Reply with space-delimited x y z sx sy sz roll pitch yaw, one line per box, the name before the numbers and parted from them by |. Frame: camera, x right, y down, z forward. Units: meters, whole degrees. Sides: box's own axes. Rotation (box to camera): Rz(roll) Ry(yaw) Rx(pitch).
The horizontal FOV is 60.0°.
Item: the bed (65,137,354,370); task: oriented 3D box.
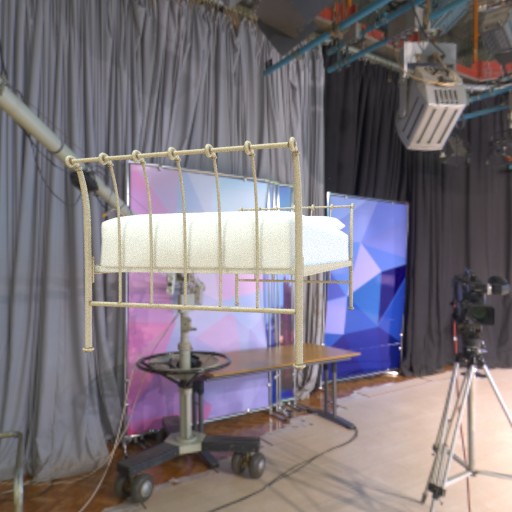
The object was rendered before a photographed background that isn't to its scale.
bed | 0.000 0.000 2.798 1.032 0.873 2.228 0 0 18
